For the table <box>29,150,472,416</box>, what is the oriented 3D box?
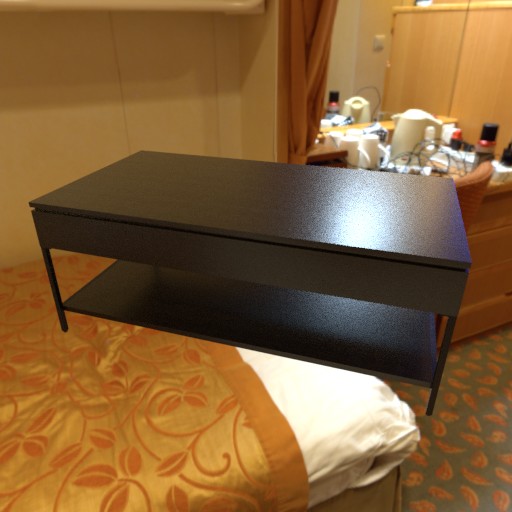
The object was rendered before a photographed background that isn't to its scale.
[{"bbox_3d":[0.000,0.000,1.379,1.095,0.435,0.574,9,29,16],"label":"table"}]
